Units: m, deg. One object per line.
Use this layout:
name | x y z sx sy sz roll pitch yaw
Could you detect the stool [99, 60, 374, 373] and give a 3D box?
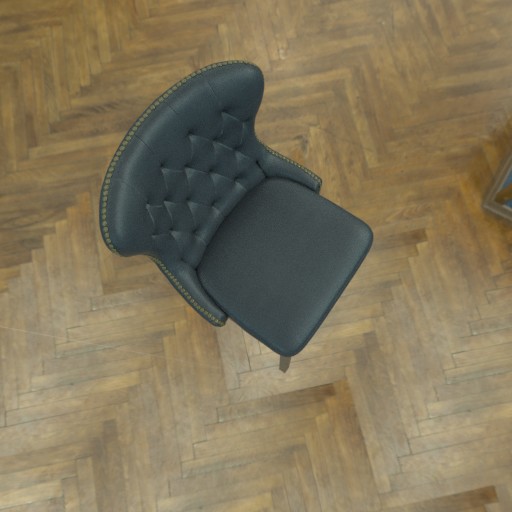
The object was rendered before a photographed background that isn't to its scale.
stool | 0.000 0.000 1.385 0.601 1.050 0.528 34 78 9
